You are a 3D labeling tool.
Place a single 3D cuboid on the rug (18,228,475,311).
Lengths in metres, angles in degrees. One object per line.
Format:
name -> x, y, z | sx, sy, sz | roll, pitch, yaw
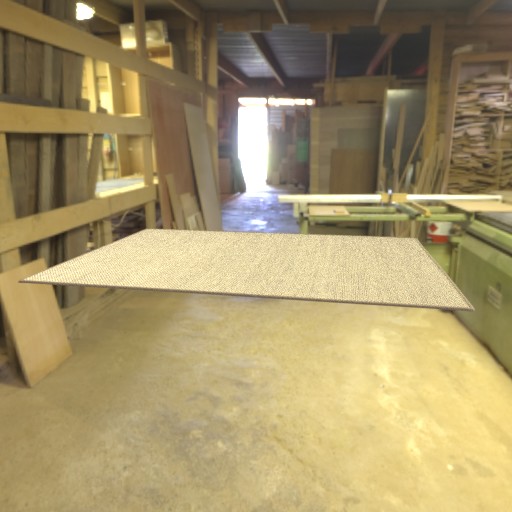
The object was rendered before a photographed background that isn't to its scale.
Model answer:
rug -> 0.000, 0.000, 2.718 | 2.115, 0.013, 1.517 | 3, 14, 11
